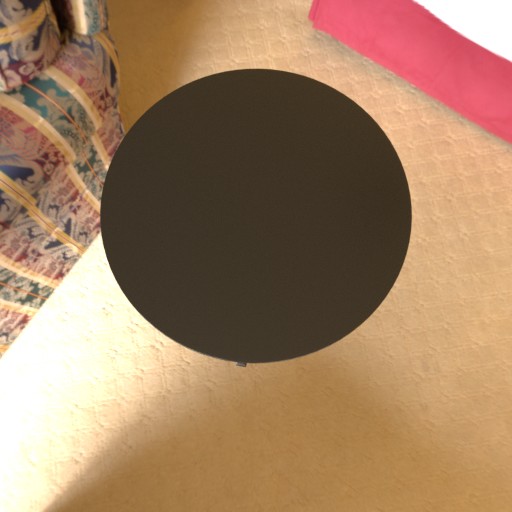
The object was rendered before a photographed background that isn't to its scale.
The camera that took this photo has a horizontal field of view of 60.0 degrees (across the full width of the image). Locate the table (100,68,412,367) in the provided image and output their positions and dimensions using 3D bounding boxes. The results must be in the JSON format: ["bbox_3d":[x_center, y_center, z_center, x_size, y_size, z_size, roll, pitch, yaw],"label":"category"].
[{"bbox_3d":[0.000,0.000,0.999,0.481,0.665,0.481,0,76,0],"label":"table"}]
